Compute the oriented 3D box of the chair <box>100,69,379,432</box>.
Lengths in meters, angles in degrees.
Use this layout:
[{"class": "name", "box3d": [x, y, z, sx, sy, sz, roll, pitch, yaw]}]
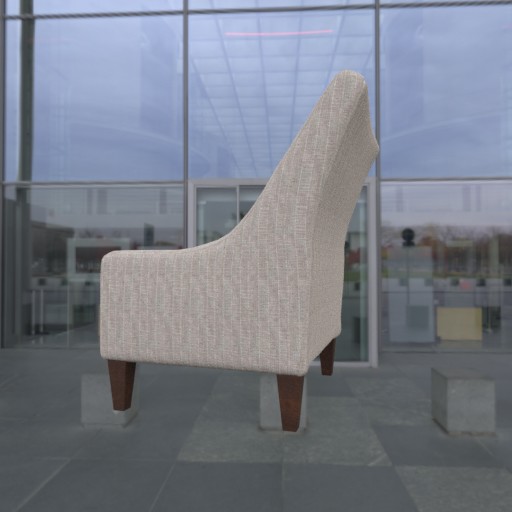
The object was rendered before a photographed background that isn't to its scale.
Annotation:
[{"class": "chair", "box3d": [0.000, 0.000, 1.672, 0.870, 1.014, 0.774, 0, -1, 18]}]
